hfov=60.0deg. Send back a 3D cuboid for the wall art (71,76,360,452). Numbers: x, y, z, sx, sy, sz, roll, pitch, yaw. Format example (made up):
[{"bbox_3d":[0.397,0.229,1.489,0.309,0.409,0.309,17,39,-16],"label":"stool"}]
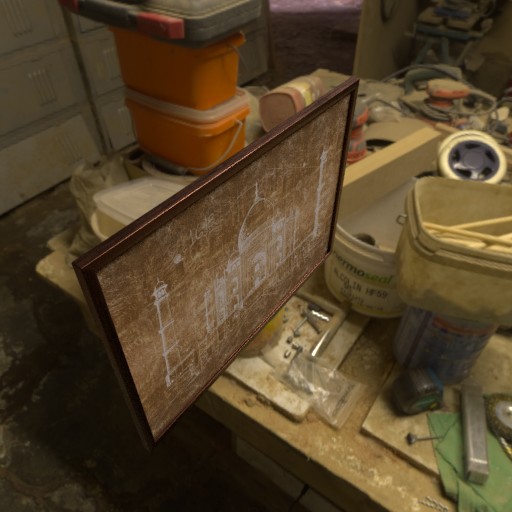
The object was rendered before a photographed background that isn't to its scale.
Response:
[{"bbox_3d":[0.000,0.000,0.546,0.012,0.304,0.431,27,49,26],"label":"wall art"}]
